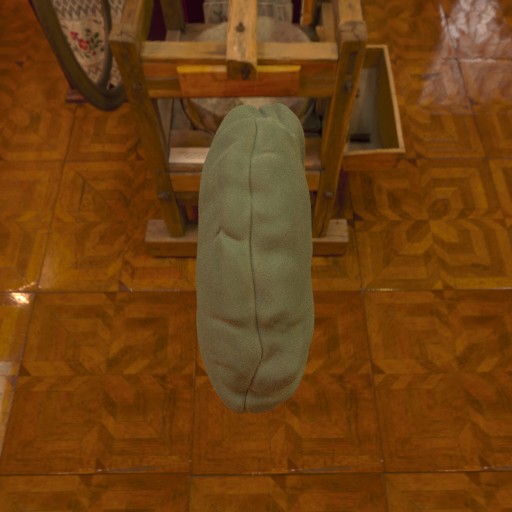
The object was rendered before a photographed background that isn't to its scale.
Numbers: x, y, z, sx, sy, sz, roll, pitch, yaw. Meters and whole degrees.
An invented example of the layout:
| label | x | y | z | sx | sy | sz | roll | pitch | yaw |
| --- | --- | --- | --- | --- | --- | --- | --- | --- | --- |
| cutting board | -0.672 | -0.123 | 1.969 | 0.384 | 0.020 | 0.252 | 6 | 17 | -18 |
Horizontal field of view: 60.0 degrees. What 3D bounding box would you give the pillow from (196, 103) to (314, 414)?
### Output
| label | x | y | z | sx | sy | sz | roll | pitch | yaw |
| --- | --- | --- | --- | --- | --- | --- | --- | --- | --- |
| pillow | 0.000 | 0.000 | 0.638 | 0.148 | 0.407 | 0.428 | 1 | 65 | 1 |
